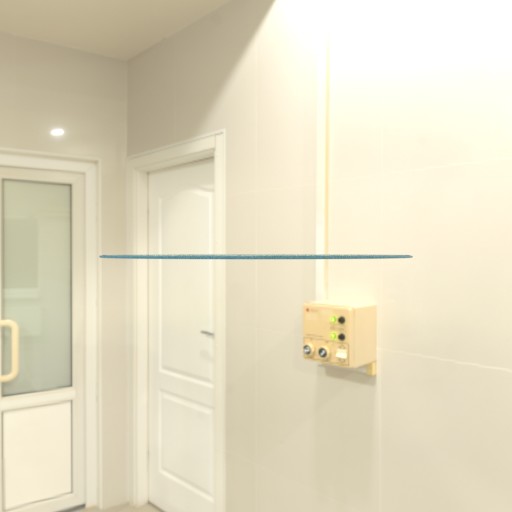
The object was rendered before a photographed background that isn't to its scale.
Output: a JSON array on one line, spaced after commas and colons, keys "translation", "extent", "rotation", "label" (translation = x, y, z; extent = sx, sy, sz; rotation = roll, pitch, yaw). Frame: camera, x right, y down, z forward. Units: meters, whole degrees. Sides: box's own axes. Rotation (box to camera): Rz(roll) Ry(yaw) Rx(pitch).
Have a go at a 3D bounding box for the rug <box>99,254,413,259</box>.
[{"translation": [0.000, 0.000, 2.388], "extent": [1.593, 0.012, 1.593], "rotation": [0, 0, 0], "label": "rug"}]
